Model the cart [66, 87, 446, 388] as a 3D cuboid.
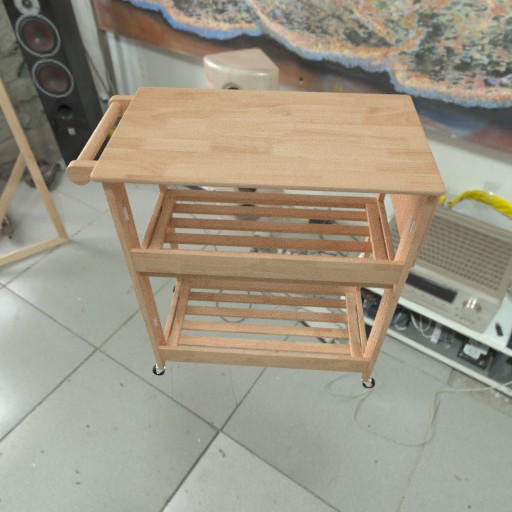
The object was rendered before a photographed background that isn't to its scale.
[{"bbox_3d":[0.000,0.000,1.394,0.853,0.879,0.432,3,46,3],"label":"cart"}]
